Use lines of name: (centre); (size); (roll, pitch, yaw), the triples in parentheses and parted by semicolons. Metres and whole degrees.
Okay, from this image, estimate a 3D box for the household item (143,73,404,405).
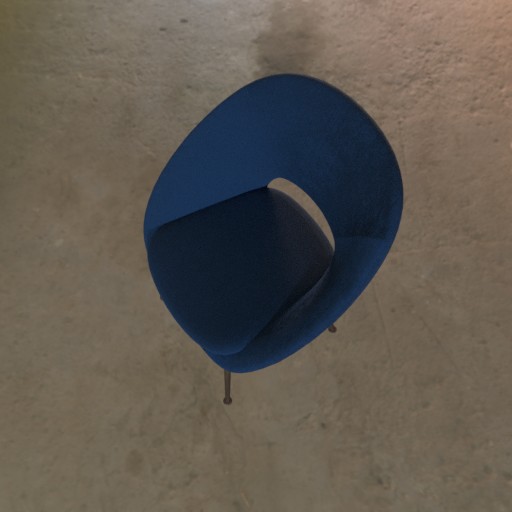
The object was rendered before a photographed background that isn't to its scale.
household item: (0.000, 0.000, 1.265); (0.573, 0.852, 0.623); (-31, 68, -14)
